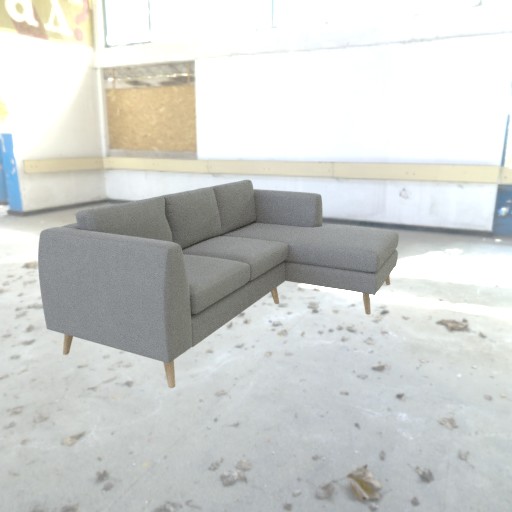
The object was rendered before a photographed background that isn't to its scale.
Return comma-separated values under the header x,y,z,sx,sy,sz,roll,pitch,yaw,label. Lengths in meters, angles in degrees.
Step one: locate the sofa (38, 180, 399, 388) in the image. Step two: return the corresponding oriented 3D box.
x,y,z,sx,sy,sz,roll,pitch,yaw,label
0.000,0.000,3.129,1.580,0.860,2.300,8,17,26,sofa
